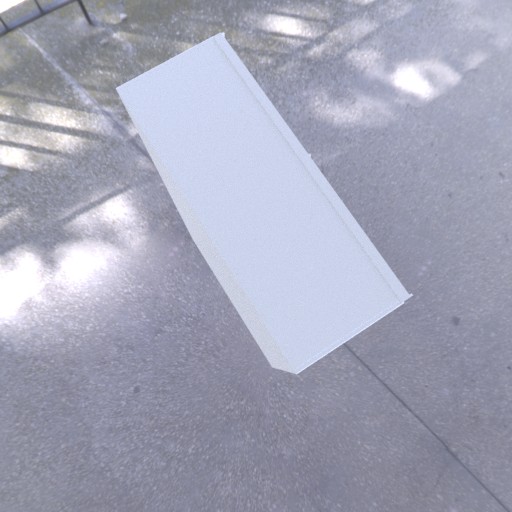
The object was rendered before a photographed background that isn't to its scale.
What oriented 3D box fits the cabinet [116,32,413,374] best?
[{"bbox_3d":[0.000,0.000,2.642,0.480,2.160,1.250,-32,78,-7],"label":"cabinet"}]
